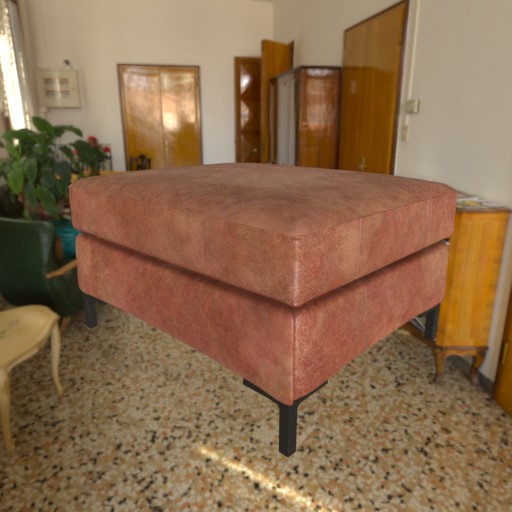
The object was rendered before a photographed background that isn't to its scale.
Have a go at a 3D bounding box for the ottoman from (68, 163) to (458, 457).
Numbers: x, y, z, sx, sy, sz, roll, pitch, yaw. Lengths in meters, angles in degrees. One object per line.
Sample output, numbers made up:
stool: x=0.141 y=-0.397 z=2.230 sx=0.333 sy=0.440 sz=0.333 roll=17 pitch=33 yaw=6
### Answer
ottoman: x=0.000 y=0.000 z=1.765 sx=1.186 sy=0.667 sz=0.965 roll=16 pitch=23 yaw=42
